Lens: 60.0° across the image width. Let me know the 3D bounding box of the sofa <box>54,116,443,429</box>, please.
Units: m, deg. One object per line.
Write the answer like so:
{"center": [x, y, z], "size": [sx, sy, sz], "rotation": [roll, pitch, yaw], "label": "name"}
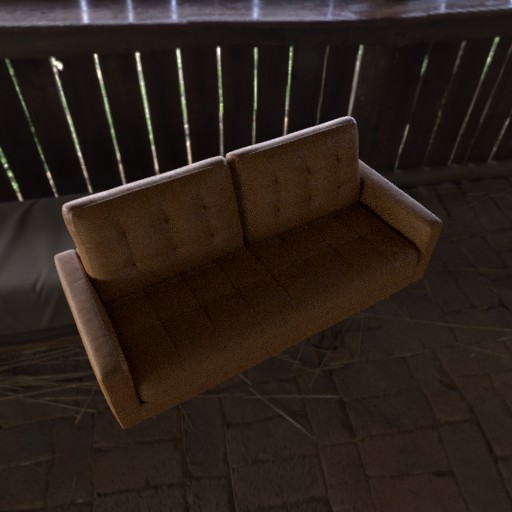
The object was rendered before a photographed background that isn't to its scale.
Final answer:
{"center": [0.000, 0.000, 2.284], "size": [1.821, 0.898, 0.850], "rotation": [-22, 49, -21], "label": "sofa"}
